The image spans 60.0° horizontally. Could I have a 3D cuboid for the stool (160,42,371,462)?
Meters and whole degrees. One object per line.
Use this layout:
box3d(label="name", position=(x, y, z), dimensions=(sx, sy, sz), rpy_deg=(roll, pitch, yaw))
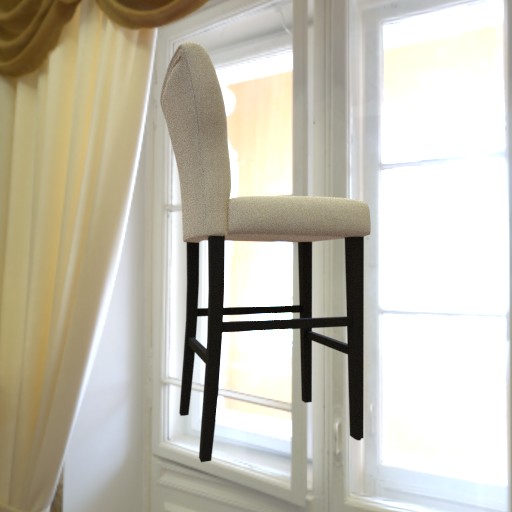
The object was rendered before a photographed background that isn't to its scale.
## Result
box3d(label="stool", position=(0.000, 0.000, 1.465), dimensions=(0.603, 1.124, 0.516), rpy_deg=(0, -1, -18))
